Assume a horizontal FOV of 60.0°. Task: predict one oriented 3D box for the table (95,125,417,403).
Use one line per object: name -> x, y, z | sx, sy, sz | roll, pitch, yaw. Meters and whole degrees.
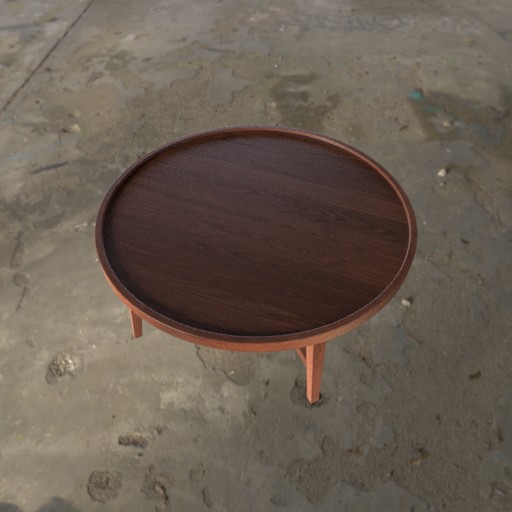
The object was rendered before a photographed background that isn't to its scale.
table -> 0.000, 0.000, 1.263 | 0.800, 0.360, 0.800 | 0, 47, 0
